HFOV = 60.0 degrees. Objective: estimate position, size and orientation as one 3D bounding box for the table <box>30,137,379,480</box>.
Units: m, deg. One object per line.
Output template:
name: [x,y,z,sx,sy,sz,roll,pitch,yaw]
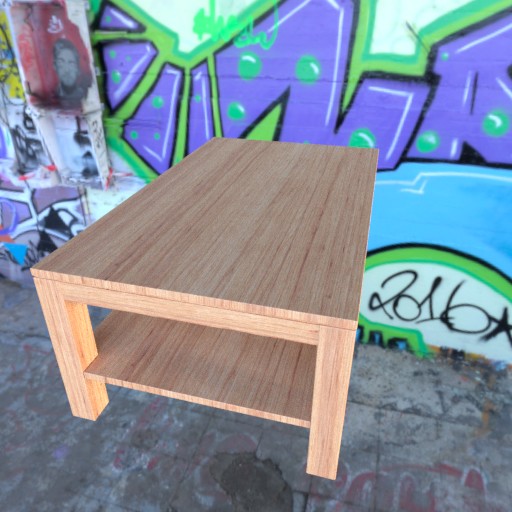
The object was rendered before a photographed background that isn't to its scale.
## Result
table: [0.000,0.000,1.467,0.695,0.457,1.146,8,30,13]
